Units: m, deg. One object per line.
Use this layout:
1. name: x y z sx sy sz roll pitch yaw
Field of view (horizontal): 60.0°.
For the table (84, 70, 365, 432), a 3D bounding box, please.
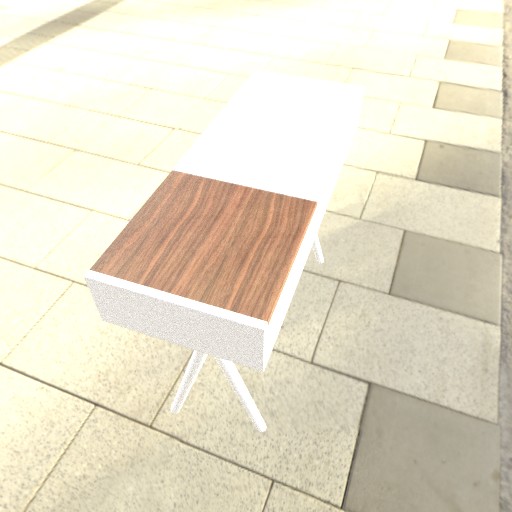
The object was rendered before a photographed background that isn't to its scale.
1. table: 0.000 0.000 1.507 0.418 0.785 1.066 14 48 13
